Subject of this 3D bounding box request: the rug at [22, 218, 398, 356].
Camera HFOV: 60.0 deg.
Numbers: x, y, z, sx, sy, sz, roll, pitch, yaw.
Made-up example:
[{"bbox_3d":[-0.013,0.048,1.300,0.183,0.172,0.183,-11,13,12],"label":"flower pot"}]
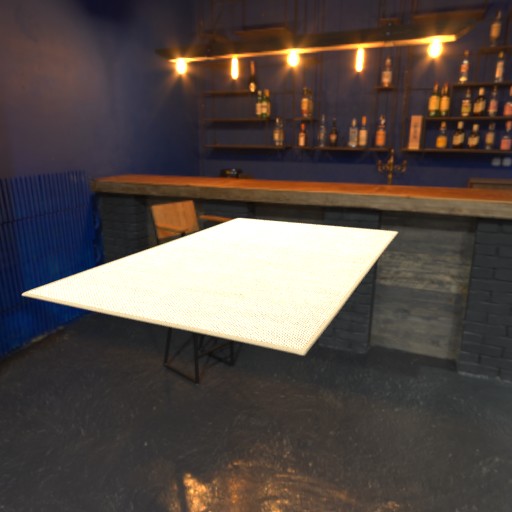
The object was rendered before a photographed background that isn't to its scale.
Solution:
[{"bbox_3d":[0.000,0.000,2.081,1.062,0.013,1.667,7,17,24],"label":"rug"}]
